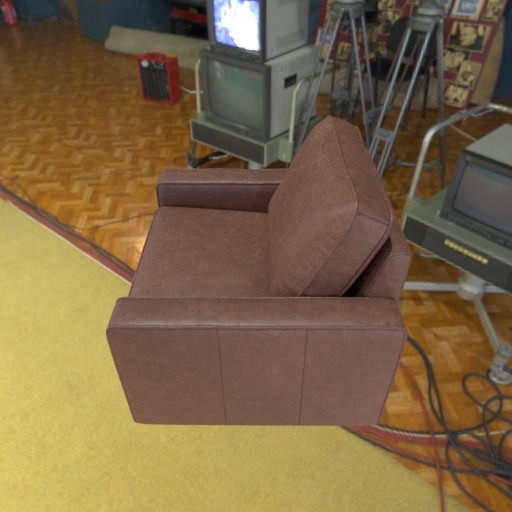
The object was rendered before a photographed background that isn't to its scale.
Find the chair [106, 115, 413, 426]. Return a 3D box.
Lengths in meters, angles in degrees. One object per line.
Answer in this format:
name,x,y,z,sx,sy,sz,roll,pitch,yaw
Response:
chair,0.000,0.000,1.778,0.940,0.919,1.017,0,40,0
